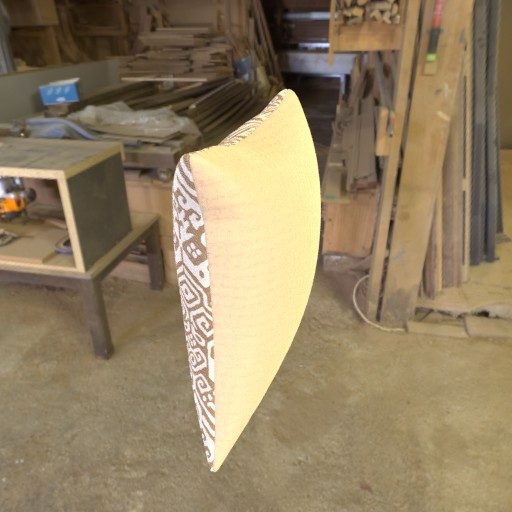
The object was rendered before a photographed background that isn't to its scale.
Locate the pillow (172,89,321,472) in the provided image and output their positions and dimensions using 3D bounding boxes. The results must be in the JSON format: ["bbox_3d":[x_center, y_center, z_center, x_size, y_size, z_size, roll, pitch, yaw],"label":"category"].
[{"bbox_3d":[0.000,0.000,0.643,0.173,0.407,0.419,7,29,14],"label":"pillow"}]
